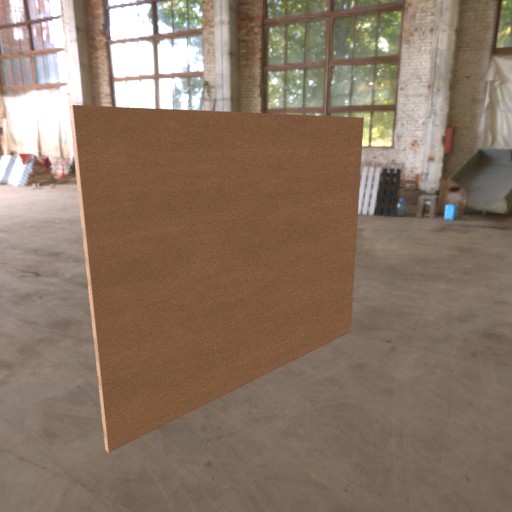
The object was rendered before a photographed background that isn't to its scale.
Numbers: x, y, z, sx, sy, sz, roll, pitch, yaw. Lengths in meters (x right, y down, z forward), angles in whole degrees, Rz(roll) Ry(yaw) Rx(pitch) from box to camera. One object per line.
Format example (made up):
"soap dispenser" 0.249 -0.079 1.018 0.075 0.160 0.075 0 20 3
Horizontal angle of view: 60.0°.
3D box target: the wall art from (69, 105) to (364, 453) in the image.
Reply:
"wall art" 0.000 0.000 0.664 0.508 0.408 0.010 -14 21 -41
